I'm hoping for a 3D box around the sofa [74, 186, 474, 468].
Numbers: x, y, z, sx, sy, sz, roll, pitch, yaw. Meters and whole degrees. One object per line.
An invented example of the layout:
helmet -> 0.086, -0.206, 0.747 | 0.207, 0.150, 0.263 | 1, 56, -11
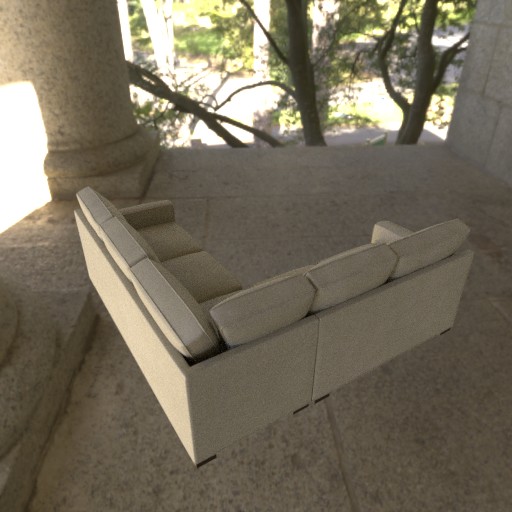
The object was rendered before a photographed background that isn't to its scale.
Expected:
sofa -> 0.000, 0.000, 3.450 | 2.188, 0.936, 2.211 | -18, 35, -28
